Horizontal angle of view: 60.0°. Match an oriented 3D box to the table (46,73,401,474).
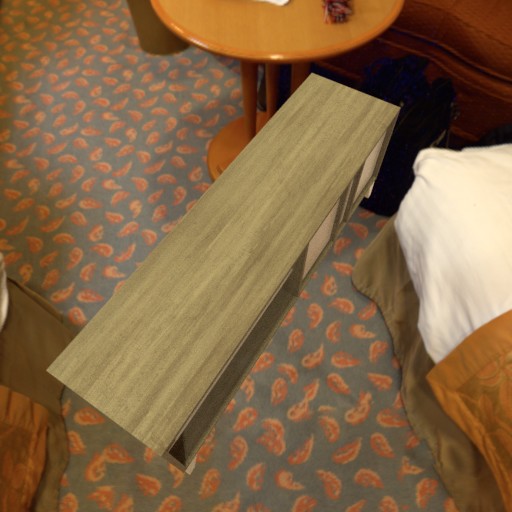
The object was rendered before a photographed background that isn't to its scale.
[{"bbox_3d":[0.000,0.000,1.705,0.400,0.530,1.500,29,63,16],"label":"table"}]
